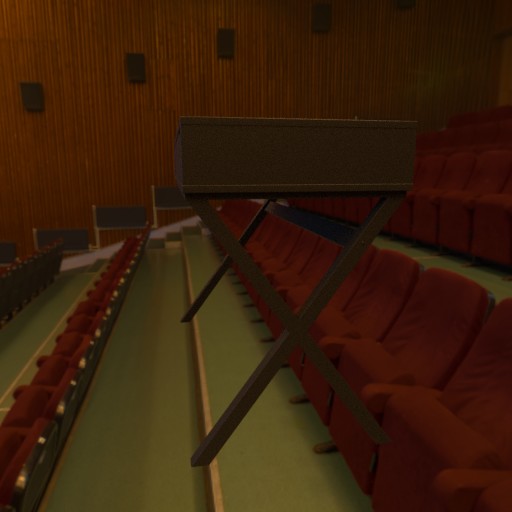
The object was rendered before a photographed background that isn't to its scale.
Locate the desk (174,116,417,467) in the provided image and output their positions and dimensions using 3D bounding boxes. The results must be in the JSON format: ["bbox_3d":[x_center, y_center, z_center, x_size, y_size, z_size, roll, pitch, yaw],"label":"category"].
[{"bbox_3d":[0.000,0.000,1.492,0.504,0.780,1.057,-2,12,-11],"label":"desk"}]
